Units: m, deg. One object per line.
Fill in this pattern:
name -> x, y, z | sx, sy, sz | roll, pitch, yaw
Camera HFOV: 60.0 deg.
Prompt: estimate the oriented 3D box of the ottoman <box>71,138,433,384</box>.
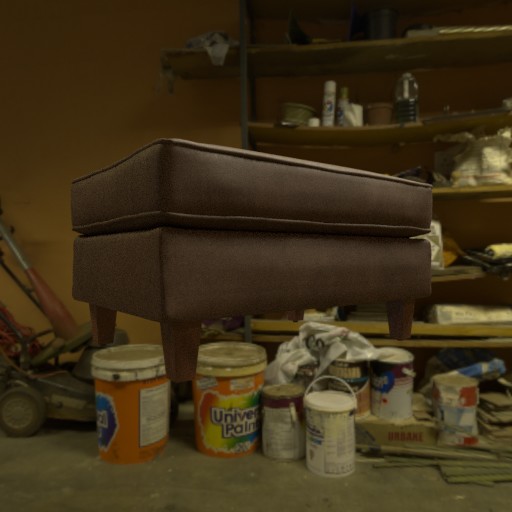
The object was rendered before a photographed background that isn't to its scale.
ottoman -> 0.000, 0.000, 1.228 | 0.860, 0.481, 0.596 | 0, 0, -37
